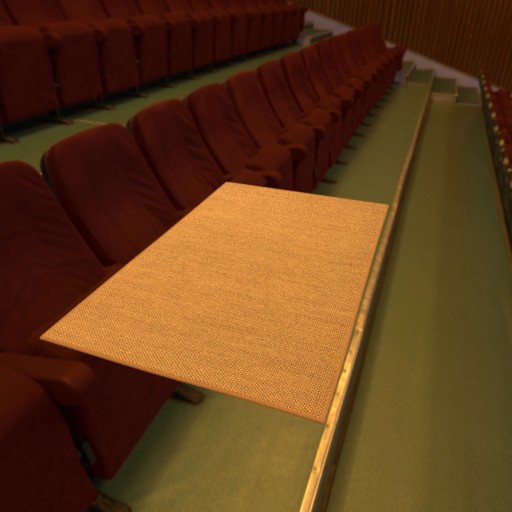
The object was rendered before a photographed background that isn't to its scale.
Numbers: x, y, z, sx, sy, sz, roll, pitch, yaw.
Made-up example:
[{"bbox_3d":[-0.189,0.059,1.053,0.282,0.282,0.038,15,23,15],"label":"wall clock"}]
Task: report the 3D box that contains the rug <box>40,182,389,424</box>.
[{"bbox_3d":[0.000,0.000,2.120,1.061,0.012,1.668,11,32,18],"label":"rug"}]
